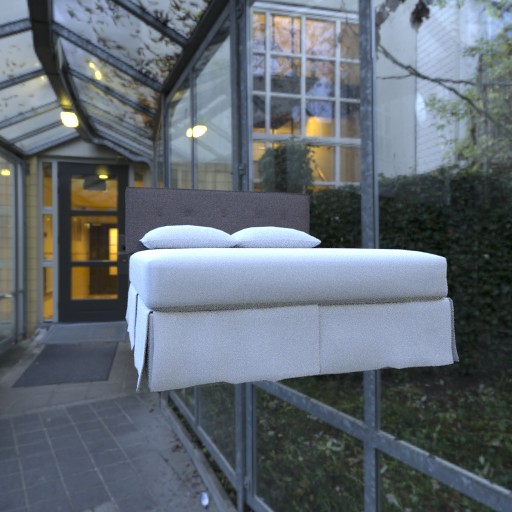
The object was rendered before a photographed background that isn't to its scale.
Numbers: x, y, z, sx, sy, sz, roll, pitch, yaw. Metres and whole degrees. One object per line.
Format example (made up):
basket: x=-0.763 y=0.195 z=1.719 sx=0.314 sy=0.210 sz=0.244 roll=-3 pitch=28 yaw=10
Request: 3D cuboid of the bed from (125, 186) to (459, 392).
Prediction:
bed: x=0.000 y=0.000 z=2.894 sx=1.610 sy=1.089 sz=1.894 roll=0 pitch=1 yaw=-18
